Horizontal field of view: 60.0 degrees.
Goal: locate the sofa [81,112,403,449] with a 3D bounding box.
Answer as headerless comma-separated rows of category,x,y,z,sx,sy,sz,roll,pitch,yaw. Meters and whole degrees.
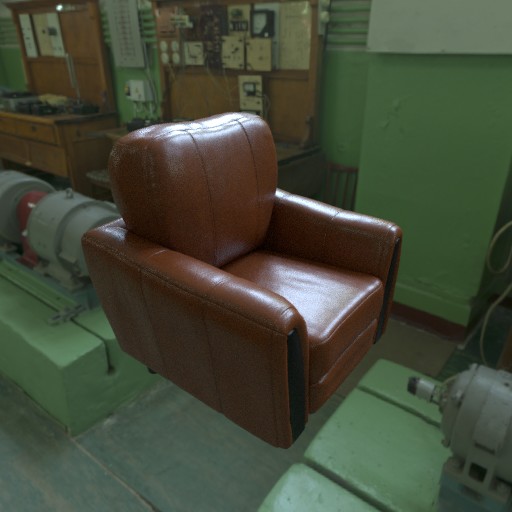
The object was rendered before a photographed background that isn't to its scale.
sofa,0.000,0.000,1.528,0.789,0.876,0.836,18,31,33
